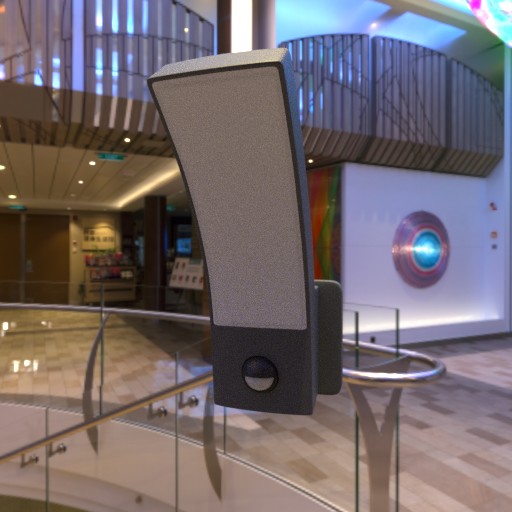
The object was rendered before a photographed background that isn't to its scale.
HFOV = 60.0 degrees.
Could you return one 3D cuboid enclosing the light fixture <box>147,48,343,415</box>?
[{"bbox_3d":[0.000,0.000,0.329,0.108,0.243,0.174,0,0,18],"label":"light fixture"}]
